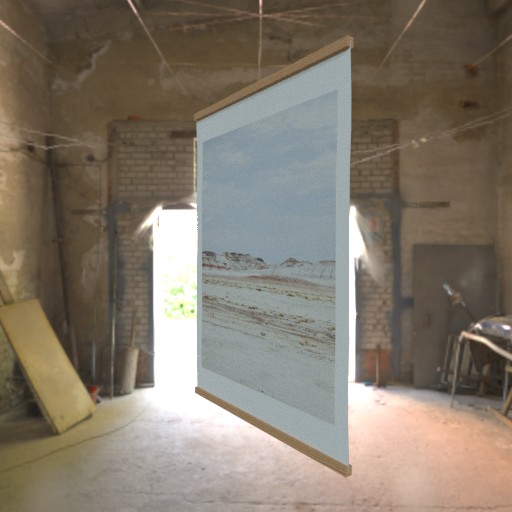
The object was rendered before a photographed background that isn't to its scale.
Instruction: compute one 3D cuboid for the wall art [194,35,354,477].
[{"bbox_3d":[0.000,0.000,1.323,0.020,1.016,0.739,-1,1,-36],"label":"wall art"}]
